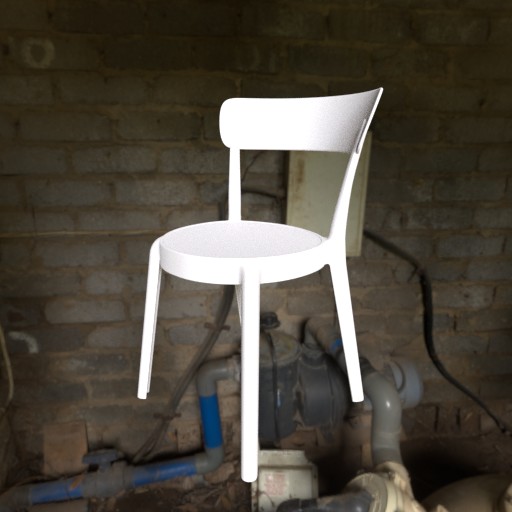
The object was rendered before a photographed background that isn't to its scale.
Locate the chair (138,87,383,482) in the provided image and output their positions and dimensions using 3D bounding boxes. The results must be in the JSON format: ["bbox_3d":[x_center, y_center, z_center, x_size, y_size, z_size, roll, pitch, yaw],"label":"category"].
[{"bbox_3d":[0.000,0.000,1.123,0.491,0.790,0.506,-15,22,-43],"label":"chair"}]
